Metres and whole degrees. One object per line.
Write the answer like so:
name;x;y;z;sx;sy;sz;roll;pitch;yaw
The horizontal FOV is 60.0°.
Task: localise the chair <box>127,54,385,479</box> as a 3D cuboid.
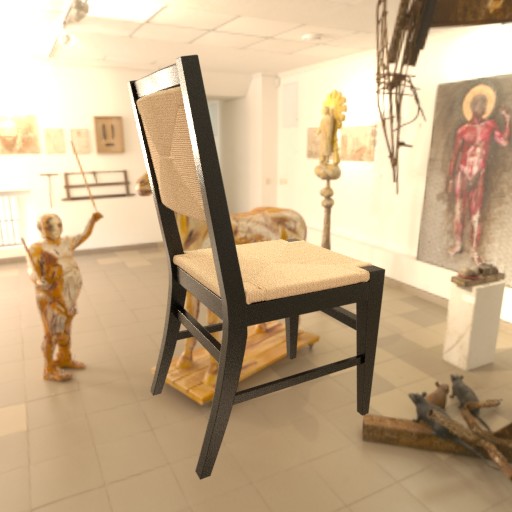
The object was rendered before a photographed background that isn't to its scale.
chair;0.000;0.000;1.227;0.552;0.927;0.437;-8;17;-27
